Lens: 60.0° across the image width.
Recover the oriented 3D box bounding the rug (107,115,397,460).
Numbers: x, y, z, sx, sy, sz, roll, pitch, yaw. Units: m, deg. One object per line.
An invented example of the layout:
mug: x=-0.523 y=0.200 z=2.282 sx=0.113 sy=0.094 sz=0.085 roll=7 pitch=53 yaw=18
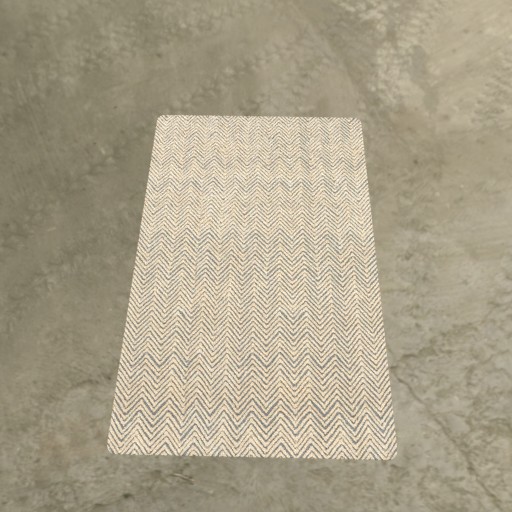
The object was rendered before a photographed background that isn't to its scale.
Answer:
rug: x=0.000 y=0.000 z=2.118 sx=1.144 sy=0.008 sz=1.752 roll=1 pitch=64 yaw=1
